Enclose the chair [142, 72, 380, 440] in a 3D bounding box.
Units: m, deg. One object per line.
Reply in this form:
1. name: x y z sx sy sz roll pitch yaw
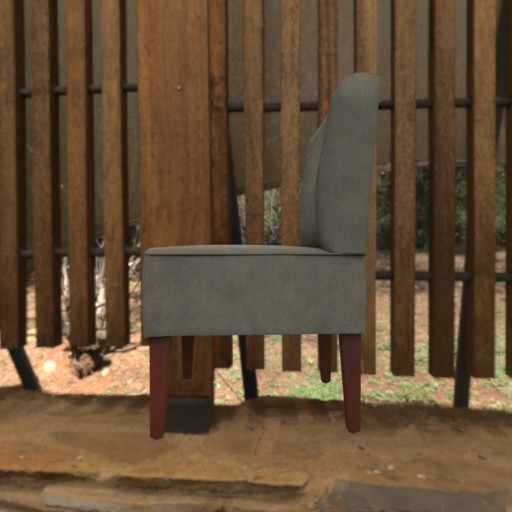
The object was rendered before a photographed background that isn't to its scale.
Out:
1. chair: 0.000 0.000 1.203 0.554 0.806 0.521 0 0 0
